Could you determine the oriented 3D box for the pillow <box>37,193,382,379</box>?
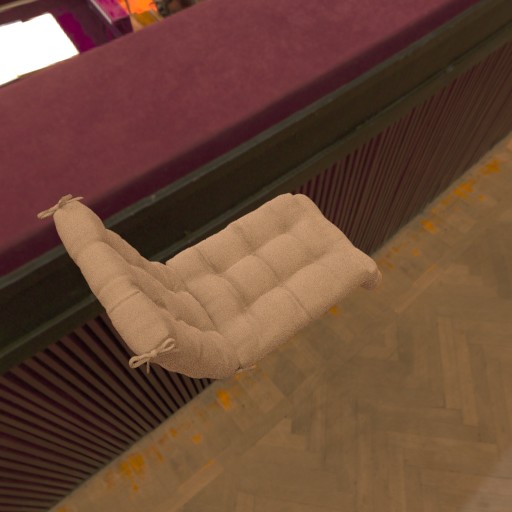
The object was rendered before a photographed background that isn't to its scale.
[{"bbox_3d":[0.000,0.000,1.509,1.016,0.863,0.526,-33,65,-18],"label":"pillow"}]
